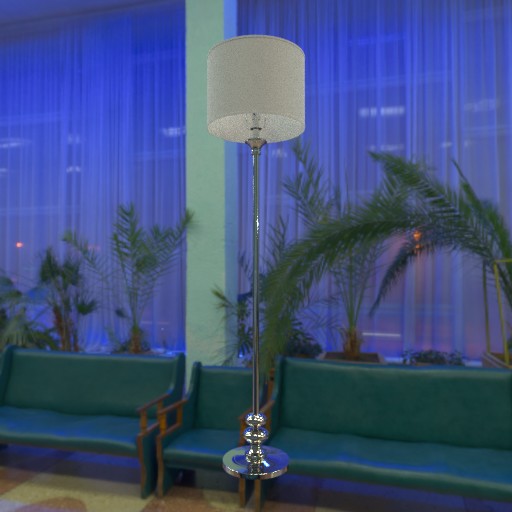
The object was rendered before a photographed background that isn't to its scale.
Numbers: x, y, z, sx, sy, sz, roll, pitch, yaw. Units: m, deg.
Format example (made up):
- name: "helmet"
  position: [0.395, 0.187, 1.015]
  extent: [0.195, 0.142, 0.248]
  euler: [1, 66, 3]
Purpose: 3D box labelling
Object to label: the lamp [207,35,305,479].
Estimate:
- name: "lamp"
  position: [0.000, 0.000, 1.606]
  extent: [0.356, 1.487, 0.356]
  euler: [0, -1, 17]
